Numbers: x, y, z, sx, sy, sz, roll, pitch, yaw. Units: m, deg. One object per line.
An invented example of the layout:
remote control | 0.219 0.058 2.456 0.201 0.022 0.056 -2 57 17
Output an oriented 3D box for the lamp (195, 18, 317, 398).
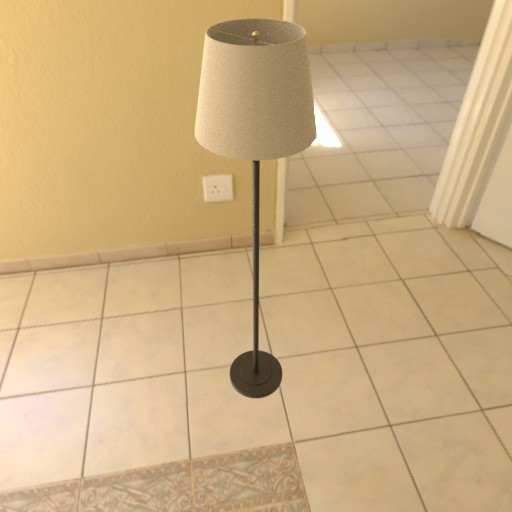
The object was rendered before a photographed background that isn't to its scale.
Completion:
lamp | 0.000 0.000 1.577 0.348 1.473 0.348 -13 43 -14
